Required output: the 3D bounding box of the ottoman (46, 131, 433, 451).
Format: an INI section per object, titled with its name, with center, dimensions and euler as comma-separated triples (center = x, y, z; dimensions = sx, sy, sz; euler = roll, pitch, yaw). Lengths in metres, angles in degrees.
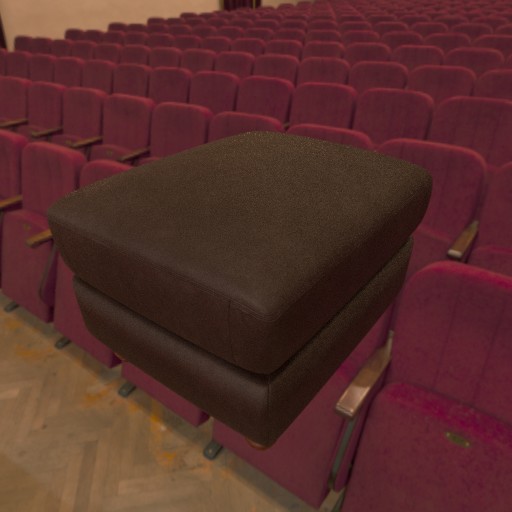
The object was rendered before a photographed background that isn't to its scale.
[ottoman]
center = 0.000, 0.000, 1.220
dimensions = 0.670, 0.569, 0.806
euler = 21, 36, 31
